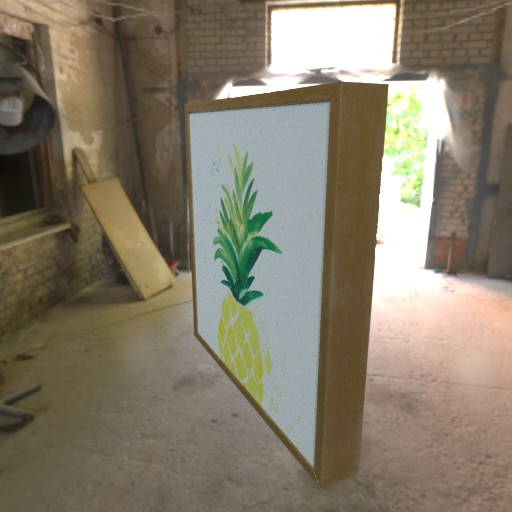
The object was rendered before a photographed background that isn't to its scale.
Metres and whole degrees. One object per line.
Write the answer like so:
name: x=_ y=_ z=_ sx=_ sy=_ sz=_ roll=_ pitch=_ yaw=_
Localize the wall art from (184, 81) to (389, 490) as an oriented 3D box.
wall art: x=0.000 y=0.000 z=0.450 sx=0.038 sy=0.305 sz=0.306 roll=-8 pitch=18 yaw=-26
